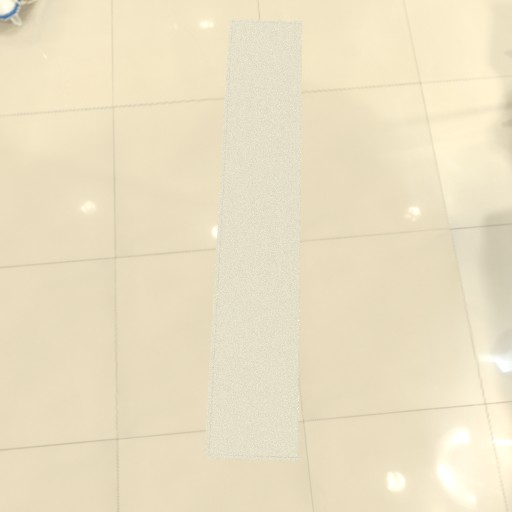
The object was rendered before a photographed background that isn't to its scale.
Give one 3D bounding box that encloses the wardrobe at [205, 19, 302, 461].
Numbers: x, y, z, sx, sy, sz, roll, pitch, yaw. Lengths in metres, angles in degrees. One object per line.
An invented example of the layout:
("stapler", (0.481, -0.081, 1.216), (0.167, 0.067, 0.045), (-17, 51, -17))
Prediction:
("wardrobe", (0.000, 0.000, 4.053), (0.580, 2.360, 3.000), (2, 76, 0))
